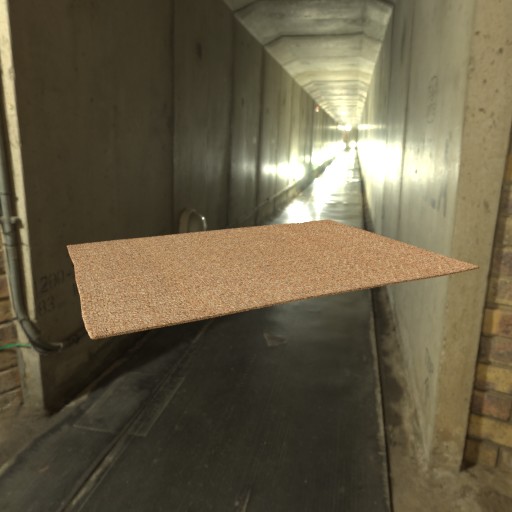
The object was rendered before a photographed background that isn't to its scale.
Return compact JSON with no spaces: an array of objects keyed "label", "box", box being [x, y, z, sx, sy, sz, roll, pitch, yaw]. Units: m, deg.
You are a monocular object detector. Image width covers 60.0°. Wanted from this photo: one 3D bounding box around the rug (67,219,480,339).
[{"label":"rug","box":[0.000,0.000,2.792,2.141,0.013,1.566,-8,18,-24]}]
